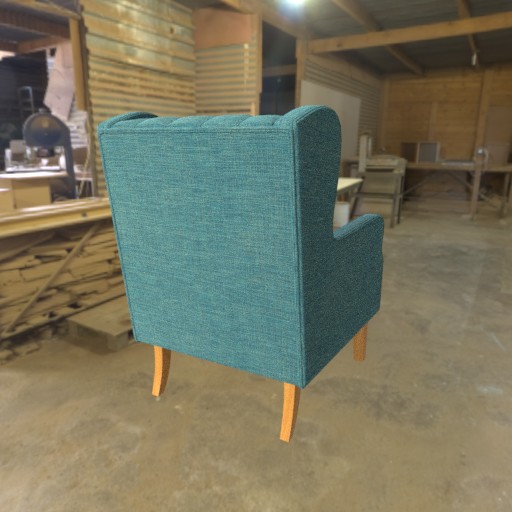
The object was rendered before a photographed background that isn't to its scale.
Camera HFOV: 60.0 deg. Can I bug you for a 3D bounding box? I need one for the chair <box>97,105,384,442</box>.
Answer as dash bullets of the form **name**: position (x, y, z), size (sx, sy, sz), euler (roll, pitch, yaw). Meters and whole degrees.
- **chair**: position (0.000, 0.000, 1.546), size (0.711, 0.952, 0.775), euler (8, 17, 28)
